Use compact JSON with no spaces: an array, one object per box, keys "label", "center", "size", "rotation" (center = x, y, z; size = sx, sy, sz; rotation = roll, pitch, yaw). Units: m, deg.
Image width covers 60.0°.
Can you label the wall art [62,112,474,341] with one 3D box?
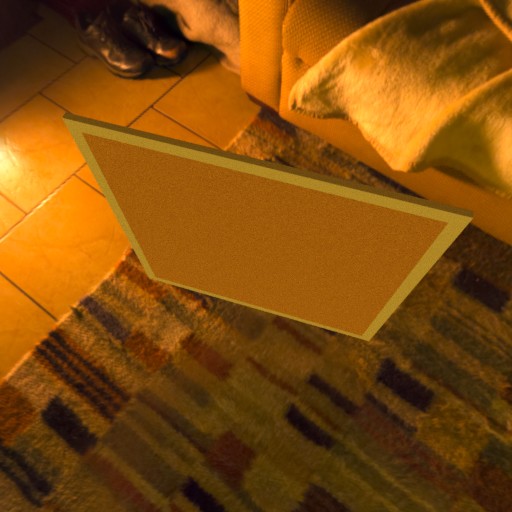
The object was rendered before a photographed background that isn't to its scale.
[{"label":"wall art","center":[0.000,0.000,0.679],"size":[0.456,0.457,0.009],"rotation":[15,65,7]}]
